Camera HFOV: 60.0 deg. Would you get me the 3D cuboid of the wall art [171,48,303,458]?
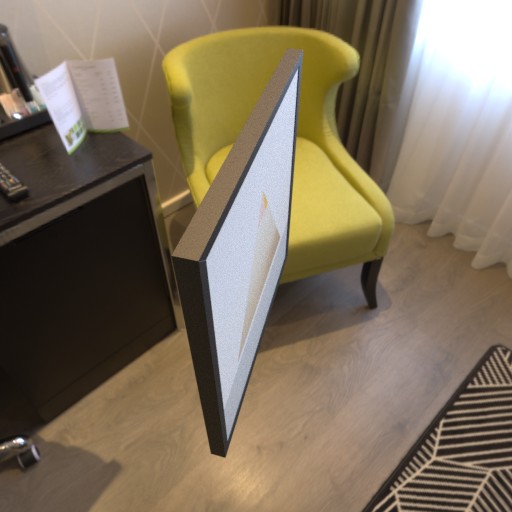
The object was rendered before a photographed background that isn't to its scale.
[{"bbox_3d":[0.000,0.000,1.161,0.042,0.766,0.769,11,47,10],"label":"wall art"}]
